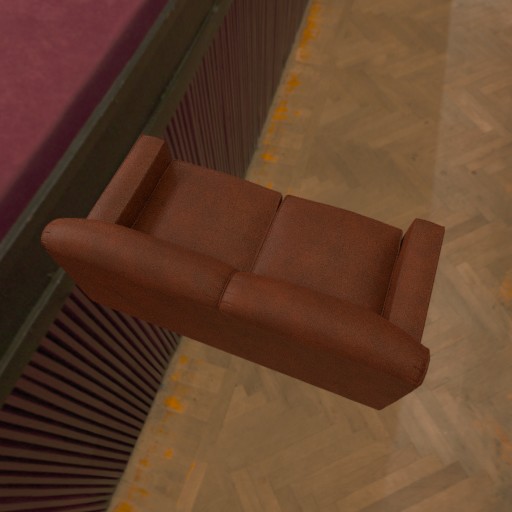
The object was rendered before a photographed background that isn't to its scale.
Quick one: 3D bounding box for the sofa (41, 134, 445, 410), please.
[{"bbox_3d":[0.000,0.000,2.479,1.856,0.966,1.000,19,65,9],"label":"sofa"}]
